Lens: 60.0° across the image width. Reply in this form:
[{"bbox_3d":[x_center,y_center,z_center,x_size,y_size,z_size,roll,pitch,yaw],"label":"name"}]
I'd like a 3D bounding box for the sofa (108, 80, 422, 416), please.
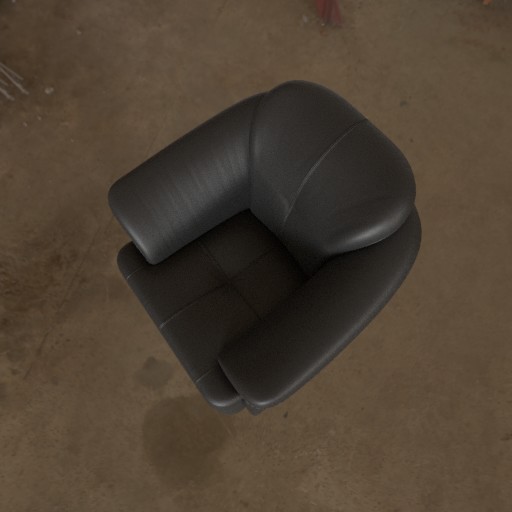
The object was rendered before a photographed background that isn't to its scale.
[{"bbox_3d":[0.000,0.000,1.487,0.794,0.811,0.870,-34,69,-15],"label":"sofa"}]
